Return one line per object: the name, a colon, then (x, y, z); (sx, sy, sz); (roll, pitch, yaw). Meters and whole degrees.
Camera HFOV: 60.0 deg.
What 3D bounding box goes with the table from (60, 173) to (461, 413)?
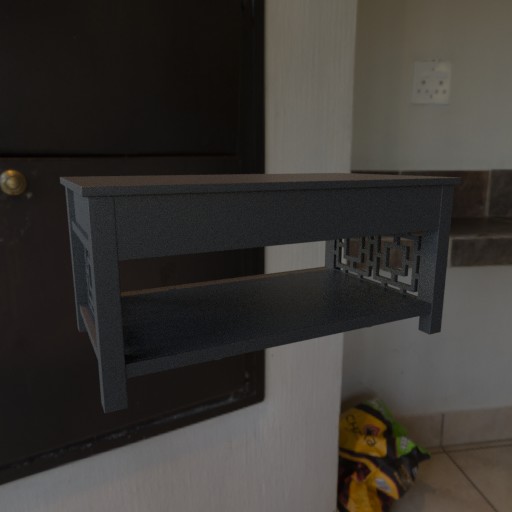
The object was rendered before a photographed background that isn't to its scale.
table: (0.000, 0.000, 1.409); (1.068, 0.493, 0.612); (-6, 13, -26)
